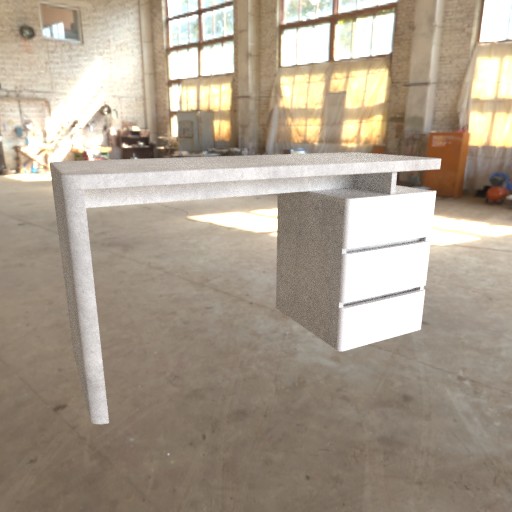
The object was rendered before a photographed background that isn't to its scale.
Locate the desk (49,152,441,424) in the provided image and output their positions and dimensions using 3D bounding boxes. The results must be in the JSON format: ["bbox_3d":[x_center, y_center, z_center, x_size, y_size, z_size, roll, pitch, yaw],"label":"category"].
[{"bbox_3d":[0.000,0.000,1.777,1.400,0.755,0.550,-8,18,-26],"label":"desk"}]
